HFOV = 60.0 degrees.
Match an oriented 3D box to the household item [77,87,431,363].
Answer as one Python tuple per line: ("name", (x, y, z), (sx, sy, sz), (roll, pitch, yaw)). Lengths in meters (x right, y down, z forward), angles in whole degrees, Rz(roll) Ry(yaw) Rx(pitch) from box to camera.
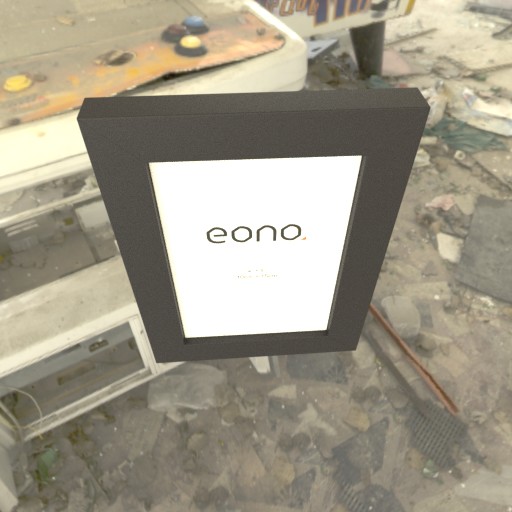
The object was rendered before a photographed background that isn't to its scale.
("household item", (0.000, 0.000, 0.237), (0.133, 0.178, 0.022), (-3, 47, -3))
